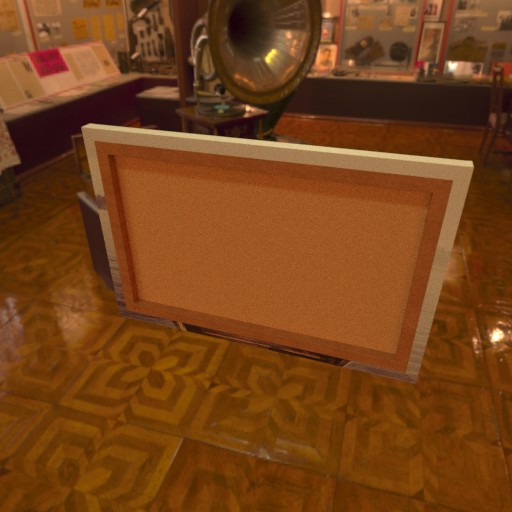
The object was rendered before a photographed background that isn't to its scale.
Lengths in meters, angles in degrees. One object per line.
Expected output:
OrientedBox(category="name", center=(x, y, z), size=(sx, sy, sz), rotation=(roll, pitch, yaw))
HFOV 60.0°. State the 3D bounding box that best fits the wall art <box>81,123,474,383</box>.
OrientedBox(category="wall art", center=(0.000, 0.000, 1.167), size=(0.916, 0.609, 0.037), rotation=(10, 33, 15))
